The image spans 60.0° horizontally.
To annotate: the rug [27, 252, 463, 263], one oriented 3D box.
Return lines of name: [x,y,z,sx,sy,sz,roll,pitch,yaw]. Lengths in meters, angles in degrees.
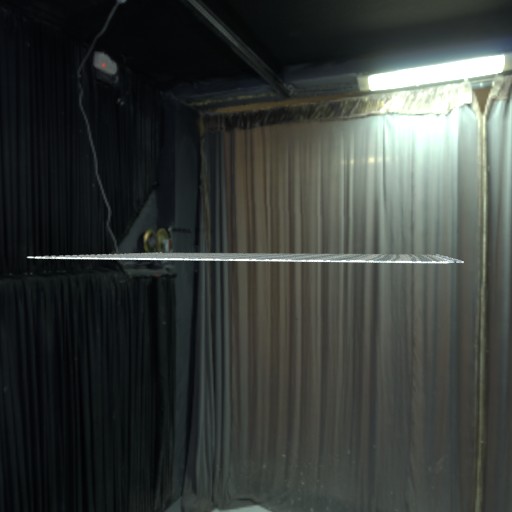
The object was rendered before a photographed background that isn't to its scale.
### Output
rug: [0.000,0.000,3.011,2.410,0.011,1.539,0,1,19]
